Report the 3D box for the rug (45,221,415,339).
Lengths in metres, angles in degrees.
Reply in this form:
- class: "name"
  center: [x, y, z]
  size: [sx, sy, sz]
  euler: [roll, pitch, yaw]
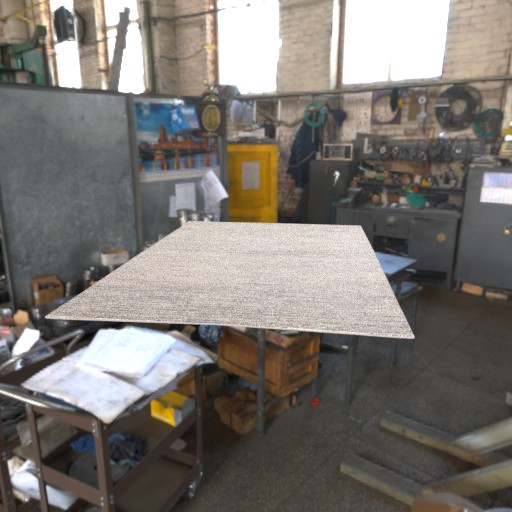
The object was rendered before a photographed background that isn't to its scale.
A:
- class: "rug"
  center: [0.000, 0.000, 2.983]
  size: [1.604, 0.030, 2.307]
  euler: [2, 15, 7]
